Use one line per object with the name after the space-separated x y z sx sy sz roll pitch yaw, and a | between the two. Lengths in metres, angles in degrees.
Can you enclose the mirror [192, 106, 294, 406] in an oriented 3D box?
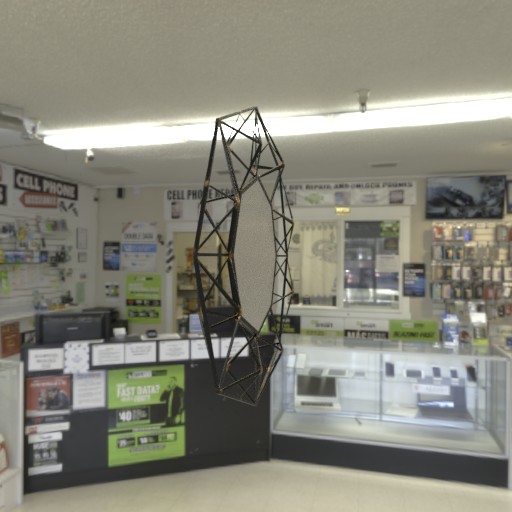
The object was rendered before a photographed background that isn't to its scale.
0.000 0.000 1.049 0.094 0.710 0.710 0 0 16 | mirror
